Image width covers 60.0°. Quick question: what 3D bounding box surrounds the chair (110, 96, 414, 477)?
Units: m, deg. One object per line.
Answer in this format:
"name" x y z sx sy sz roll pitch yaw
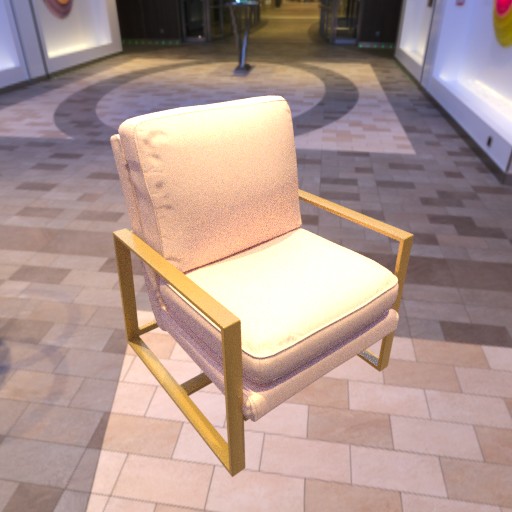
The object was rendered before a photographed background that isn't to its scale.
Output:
"chair" 0.000 0.000 1.555 0.758 0.956 0.813 -22 38 -32
